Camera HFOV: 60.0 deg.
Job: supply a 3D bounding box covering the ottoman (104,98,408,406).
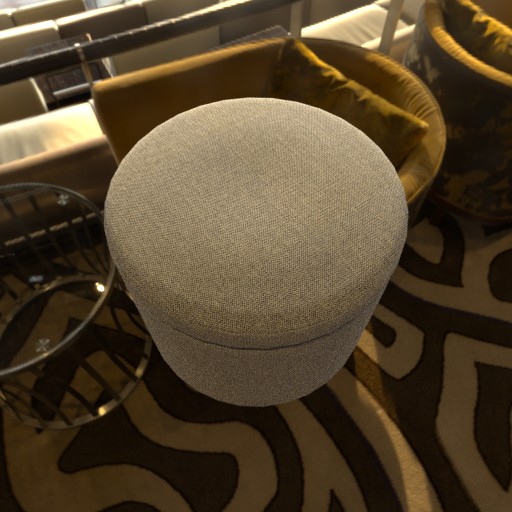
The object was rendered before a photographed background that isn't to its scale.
[{"bbox_3d":[0.000,0.000,0.889,0.500,0.419,0.500,0,57,0],"label":"ottoman"}]
